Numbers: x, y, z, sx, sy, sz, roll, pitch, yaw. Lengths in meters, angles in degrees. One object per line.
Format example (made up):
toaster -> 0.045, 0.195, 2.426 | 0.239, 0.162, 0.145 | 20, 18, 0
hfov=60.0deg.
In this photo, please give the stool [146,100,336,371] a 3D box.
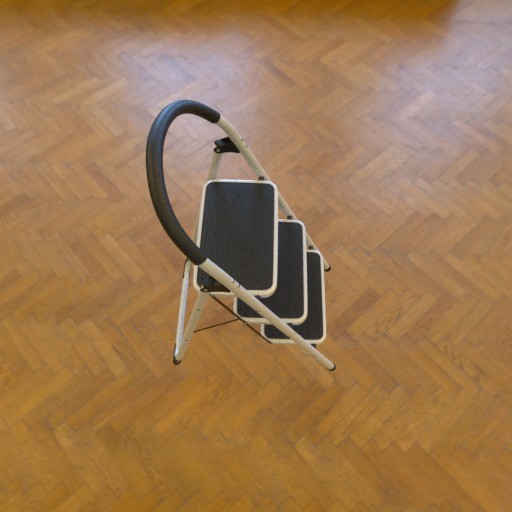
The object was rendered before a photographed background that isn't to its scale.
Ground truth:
stool -> 0.000, 0.000, 1.458 | 0.676, 1.109, 0.485 | 2, 63, 1
